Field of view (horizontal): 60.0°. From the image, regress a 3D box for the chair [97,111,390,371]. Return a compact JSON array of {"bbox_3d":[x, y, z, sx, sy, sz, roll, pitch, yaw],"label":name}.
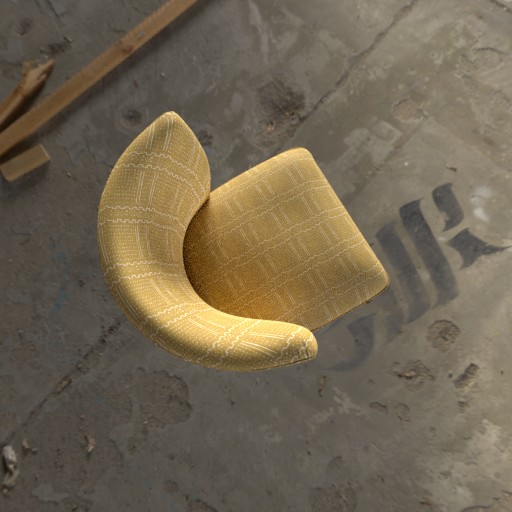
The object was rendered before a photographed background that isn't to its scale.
[{"bbox_3d":[0.000,0.000,1.446,0.758,0.866,0.706,-29,78,-7],"label":"chair"}]
